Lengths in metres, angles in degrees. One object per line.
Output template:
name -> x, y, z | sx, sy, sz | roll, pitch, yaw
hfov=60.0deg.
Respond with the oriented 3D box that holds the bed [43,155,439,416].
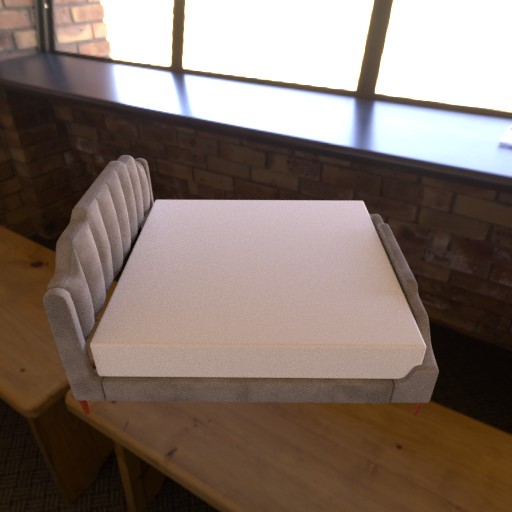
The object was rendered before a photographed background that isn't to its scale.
bed -> 0.000, 0.000, 3.489 | 2.340, 1.245, 2.074 | 0, 33, 1
